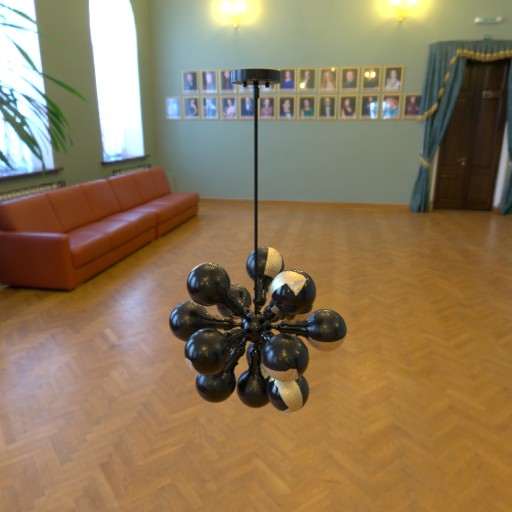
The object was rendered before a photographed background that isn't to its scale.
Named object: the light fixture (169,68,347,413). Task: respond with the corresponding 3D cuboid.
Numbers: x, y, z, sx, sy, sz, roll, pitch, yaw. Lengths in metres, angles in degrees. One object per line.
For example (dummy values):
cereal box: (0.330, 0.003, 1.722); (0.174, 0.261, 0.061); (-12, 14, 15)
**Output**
light fixture: (0.000, 0.000, 1.111); (0.468, 0.859, 0.420); (2, 16, 8)
